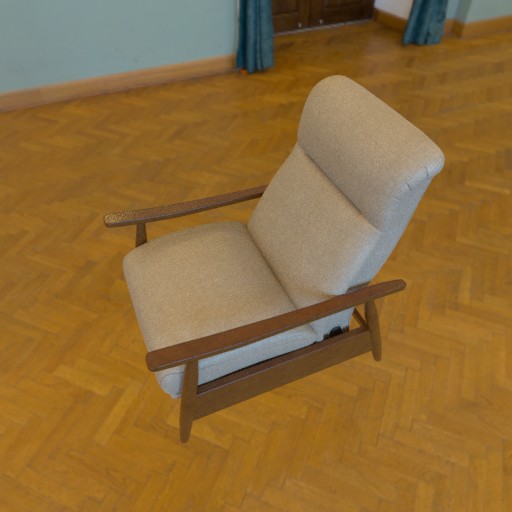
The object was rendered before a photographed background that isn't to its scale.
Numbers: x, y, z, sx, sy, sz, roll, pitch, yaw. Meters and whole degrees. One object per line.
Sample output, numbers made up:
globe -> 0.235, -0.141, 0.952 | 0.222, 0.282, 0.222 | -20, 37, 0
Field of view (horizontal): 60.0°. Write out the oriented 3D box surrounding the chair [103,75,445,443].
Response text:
chair -> 0.000, 0.000, 1.762 | 1.030, 1.082, 0.762 | -17, 49, -16
